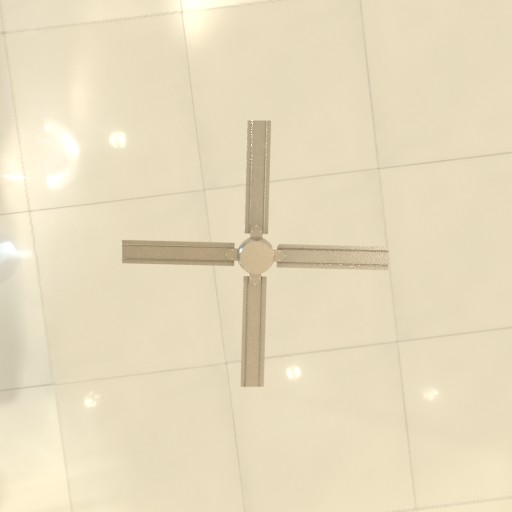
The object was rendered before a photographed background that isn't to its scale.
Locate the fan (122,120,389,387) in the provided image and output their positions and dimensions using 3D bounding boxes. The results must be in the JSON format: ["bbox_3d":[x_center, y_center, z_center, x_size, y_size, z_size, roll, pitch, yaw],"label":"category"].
[{"bbox_3d":[0.000,0.000,2.112,1.346,0.406,1.346,0,92,-1],"label":"fan"}]
